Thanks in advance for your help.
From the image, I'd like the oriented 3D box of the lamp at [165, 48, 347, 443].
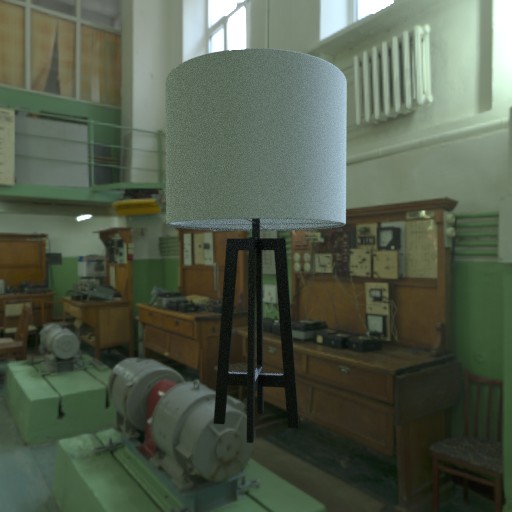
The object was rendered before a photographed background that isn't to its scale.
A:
[{"bbox_3d":[0.000,0.000,0.642,0.257,0.489,0.257,0,0,-37],"label":"lamp"}]
